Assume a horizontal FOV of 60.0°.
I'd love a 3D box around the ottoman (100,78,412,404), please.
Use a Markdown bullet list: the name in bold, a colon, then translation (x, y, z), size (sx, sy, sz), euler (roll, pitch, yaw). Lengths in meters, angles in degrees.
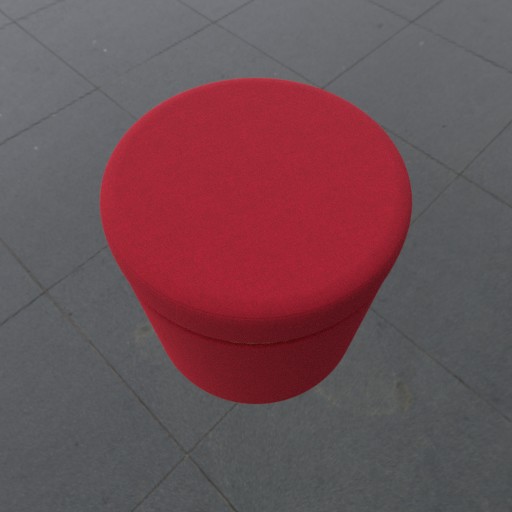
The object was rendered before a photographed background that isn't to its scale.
- **ottoman**: translation (0.000, 0.000, 0.733), size (0.400, 0.406, 0.400), euler (0, 59, 0)
